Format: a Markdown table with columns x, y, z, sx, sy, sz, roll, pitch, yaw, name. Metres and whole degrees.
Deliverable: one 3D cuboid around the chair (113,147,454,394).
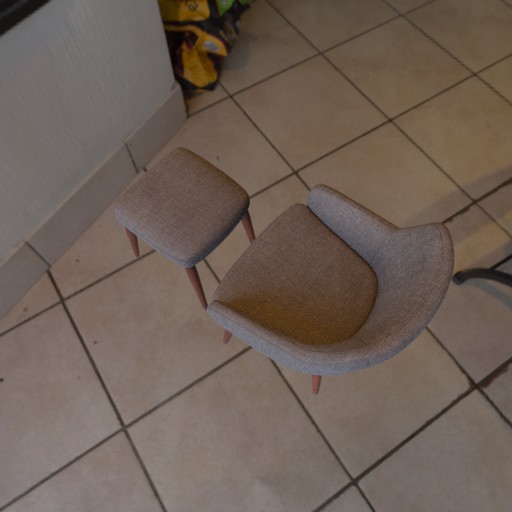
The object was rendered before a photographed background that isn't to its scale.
| x | y | z | sx | sy | sz | roll | pitch | yaw | name |
| --- | --- | --- | --- | --- | --- | --- | --- | --- | --- |
| 0.000 | 0.000 | 1.558 | 1.107 | 0.799 | 0.584 | 35 | 69 | 16 | chair |
